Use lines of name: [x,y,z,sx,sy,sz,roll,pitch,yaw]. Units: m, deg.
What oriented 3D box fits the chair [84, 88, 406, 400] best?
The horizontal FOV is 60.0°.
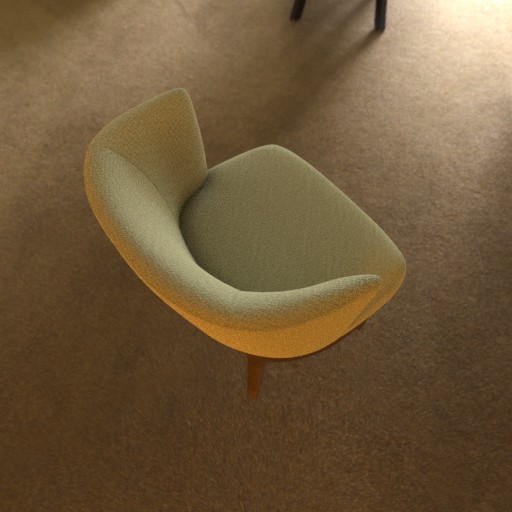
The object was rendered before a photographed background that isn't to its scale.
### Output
chair: [0.000,0.000,1.232,0.660,0.760,0.700,-33,64,-19]
